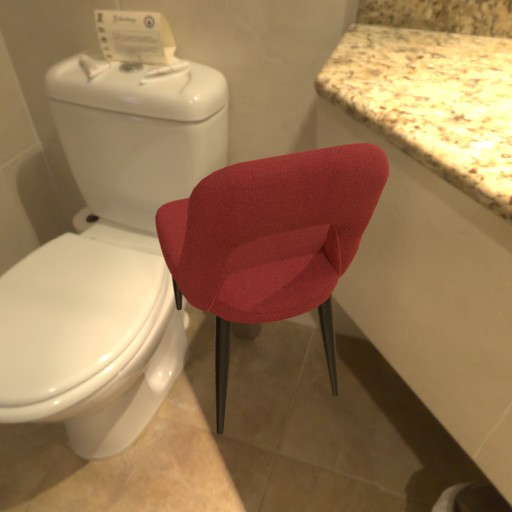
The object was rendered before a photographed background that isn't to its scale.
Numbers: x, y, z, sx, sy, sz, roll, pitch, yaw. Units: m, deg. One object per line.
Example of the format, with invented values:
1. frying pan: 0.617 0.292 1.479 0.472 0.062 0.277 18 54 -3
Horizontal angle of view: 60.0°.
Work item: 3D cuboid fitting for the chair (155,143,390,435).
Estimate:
1. chair: 0.000 0.000 1.211 0.483 0.892 0.569 -13 44 -14
